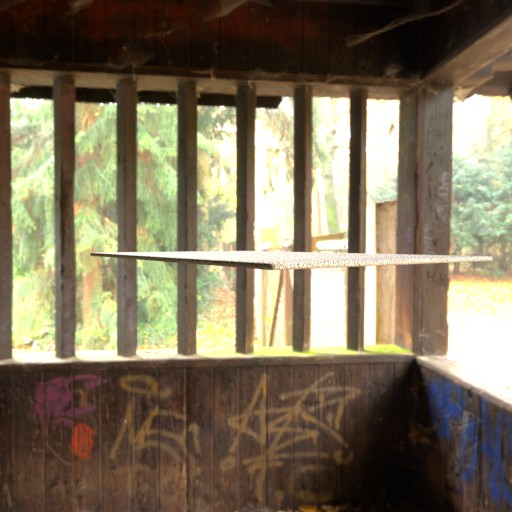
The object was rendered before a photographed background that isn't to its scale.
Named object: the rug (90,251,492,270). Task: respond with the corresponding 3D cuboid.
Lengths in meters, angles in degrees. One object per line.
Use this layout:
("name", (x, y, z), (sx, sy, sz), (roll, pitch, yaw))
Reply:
("rug", (0.000, 0.000, 3.431), (1.778, 0.030, 2.743), (-1, 2, -35))
